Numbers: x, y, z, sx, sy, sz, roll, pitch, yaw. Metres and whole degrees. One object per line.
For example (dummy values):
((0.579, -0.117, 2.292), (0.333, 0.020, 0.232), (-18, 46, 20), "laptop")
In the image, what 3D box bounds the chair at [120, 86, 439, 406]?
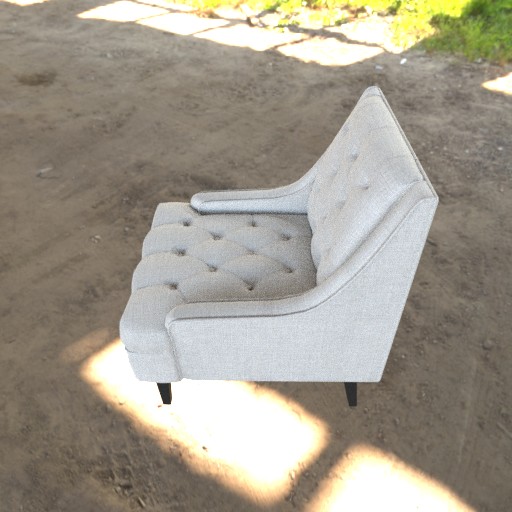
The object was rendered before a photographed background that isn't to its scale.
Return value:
((0.000, 0.000, 1.437), (0.772, 0.891, 0.658), (0, 41, 0), "chair")
